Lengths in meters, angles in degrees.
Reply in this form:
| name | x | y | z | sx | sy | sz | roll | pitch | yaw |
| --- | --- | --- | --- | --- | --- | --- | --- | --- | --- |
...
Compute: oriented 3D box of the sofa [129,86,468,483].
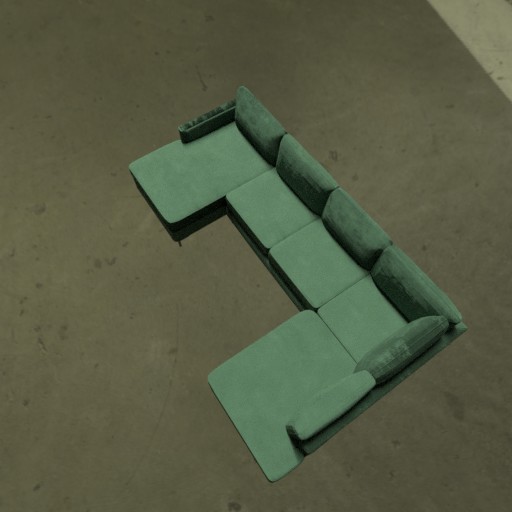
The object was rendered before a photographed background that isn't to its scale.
| name | x | y | z | sx | sy | sz | roll | pitch | yaw |
| --- | --- | --- | --- | --- | --- | --- | --- | --- | --- |
| sofa | 0.000 | 0.000 | 4.329 | 2.055 | 0.992 | 3.434 | -31 | 67 | -15 |
